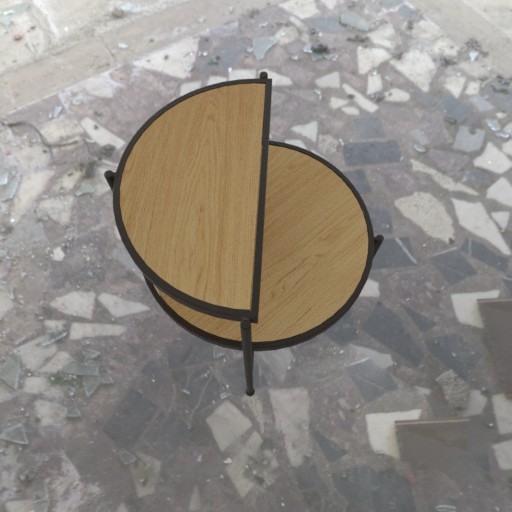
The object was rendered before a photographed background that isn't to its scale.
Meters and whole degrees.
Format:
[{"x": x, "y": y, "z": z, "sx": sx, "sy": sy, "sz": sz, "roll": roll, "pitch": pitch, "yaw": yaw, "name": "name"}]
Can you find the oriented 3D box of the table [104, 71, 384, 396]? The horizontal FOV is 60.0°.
[{"x": 0.000, "y": 0.000, "z": 1.197, "sx": 0.628, "sy": 0.684, "sz": 0.629, "roll": 3, "pitch": 64, "yaw": 1, "name": "table"}]
